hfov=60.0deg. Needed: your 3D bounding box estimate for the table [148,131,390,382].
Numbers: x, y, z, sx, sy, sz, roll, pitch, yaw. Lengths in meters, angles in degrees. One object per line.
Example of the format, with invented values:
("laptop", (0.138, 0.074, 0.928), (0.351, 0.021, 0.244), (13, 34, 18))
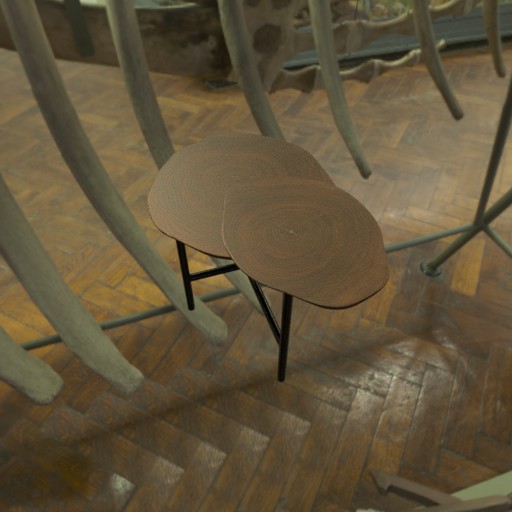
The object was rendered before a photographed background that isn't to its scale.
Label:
("table", (0.000, 0.000, 1.061), (0.442, 0.538, 0.759), (-13, 47, -12))
